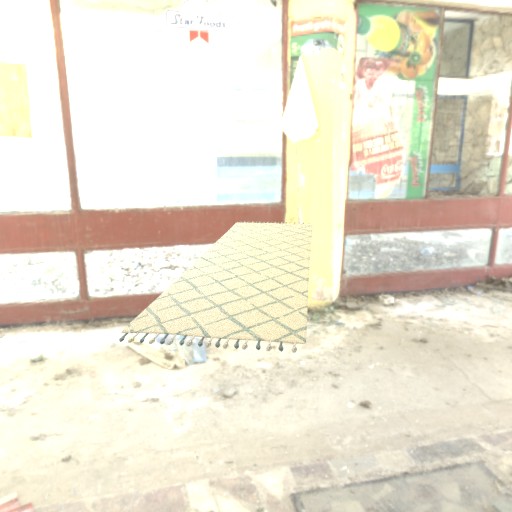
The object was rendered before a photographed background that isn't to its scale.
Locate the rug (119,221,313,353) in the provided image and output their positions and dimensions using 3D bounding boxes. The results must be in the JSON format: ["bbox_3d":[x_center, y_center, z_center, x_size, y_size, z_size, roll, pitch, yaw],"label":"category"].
[{"bbox_3d":[0.000,0.000,2.521,0.620,0.008,2.372,2,14,7],"label":"rug"}]
